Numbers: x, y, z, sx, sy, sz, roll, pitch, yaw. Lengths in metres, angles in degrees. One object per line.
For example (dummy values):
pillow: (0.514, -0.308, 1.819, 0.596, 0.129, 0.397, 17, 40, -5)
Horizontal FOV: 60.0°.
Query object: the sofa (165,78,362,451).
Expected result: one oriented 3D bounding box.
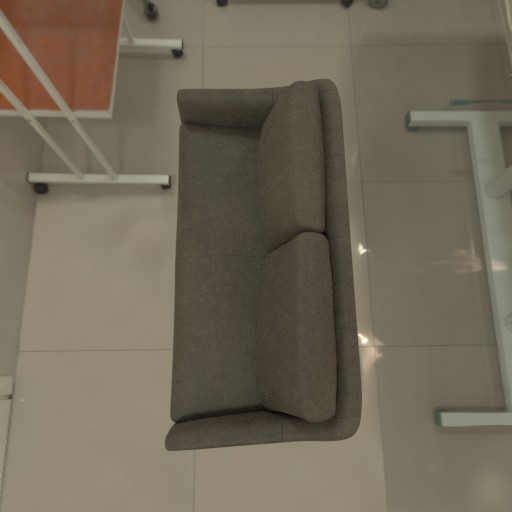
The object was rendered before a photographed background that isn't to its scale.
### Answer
sofa: (0.000, 0.000, 2.555, 0.960, 0.902, 2.036, -1, 75, 0)
